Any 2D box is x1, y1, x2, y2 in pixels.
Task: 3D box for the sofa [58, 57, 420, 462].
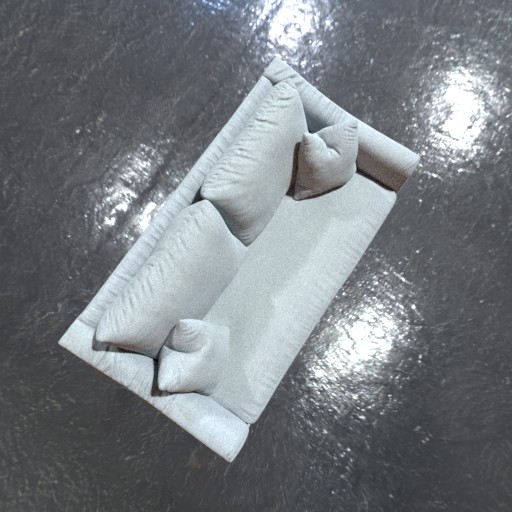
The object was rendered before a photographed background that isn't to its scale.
[{"bbox_3d":[0.000,0.000,2.657,1.072,1.018,2.010,33,78,8],"label":"sofa"}]
